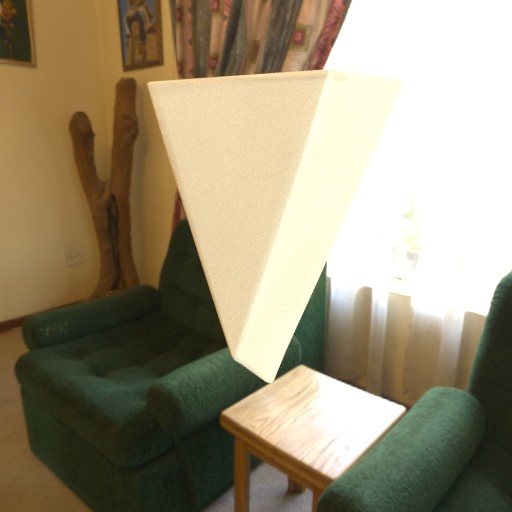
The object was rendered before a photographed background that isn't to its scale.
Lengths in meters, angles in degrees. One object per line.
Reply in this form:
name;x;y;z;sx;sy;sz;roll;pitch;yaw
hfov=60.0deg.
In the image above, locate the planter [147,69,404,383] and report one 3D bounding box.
planter;0.000;0.000;0.269;0.150;0.197;0.060;7;17;26
